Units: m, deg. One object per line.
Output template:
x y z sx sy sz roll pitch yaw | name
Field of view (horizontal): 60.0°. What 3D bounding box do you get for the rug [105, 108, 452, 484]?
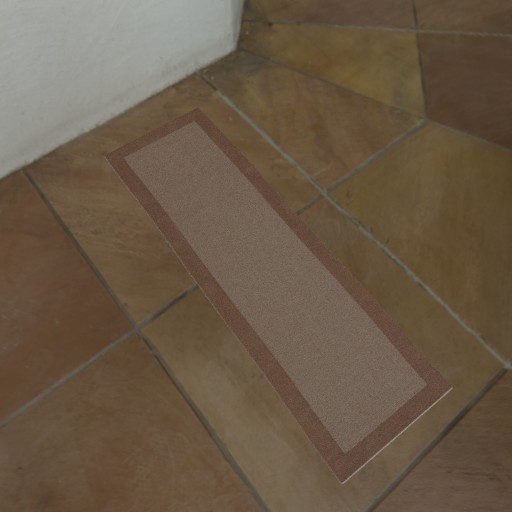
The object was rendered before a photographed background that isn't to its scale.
0.000 0.000 2.634 0.767 0.012 2.430 -33 67 -16 | rug
